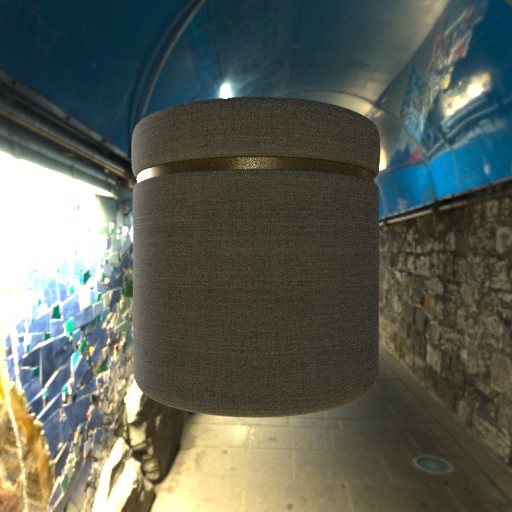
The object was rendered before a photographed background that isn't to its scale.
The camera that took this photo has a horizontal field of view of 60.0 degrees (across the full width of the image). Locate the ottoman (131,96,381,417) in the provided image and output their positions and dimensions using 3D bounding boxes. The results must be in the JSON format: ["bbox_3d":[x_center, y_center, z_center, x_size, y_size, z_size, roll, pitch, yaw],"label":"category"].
[{"bbox_3d":[0.000,0.000,0.741,0.400,0.406,0.400,0,0,0],"label":"ottoman"}]
